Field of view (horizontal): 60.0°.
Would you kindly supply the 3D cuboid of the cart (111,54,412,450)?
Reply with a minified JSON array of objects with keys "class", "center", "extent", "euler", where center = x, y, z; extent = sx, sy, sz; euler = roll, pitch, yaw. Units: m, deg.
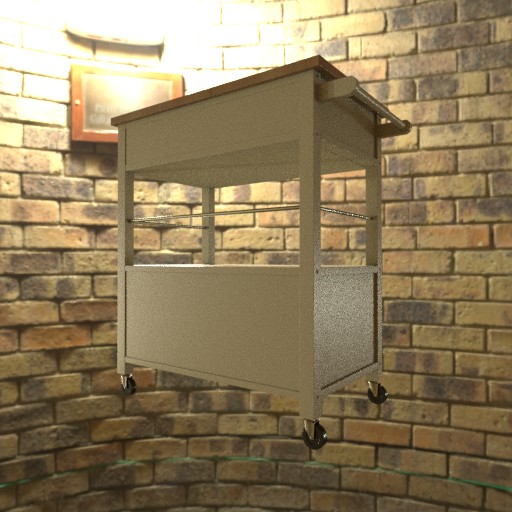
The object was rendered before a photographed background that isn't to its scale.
[{"class":"cart","center":[0.000,0.000,1.380],"extent":[0.840,0.901,0.459],"euler":[0,-1,36]}]
